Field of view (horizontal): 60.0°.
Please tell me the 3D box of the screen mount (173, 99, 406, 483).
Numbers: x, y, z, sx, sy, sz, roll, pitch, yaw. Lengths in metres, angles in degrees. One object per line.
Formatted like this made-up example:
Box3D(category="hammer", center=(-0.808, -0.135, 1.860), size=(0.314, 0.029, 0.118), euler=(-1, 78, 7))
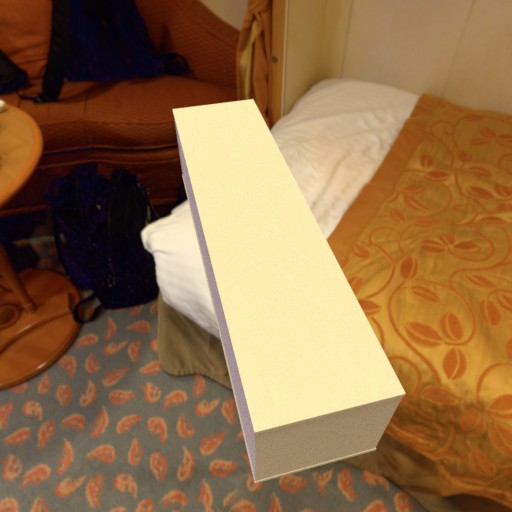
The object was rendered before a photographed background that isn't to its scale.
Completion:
Box3D(category="screen mount", center=(0.000, 0.000, 1.822), size=(0.418, 0.520, 1.600), euler=(-11, 48, -10))
